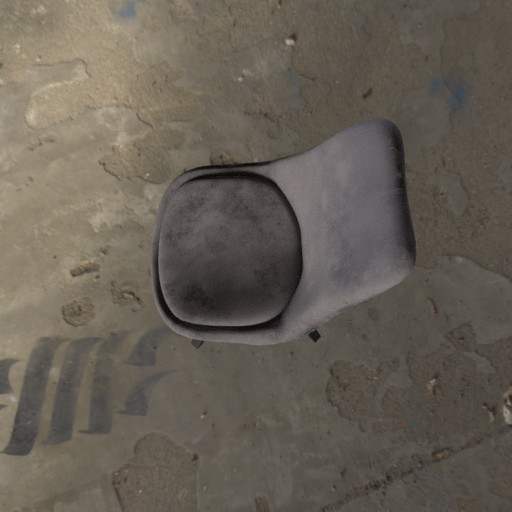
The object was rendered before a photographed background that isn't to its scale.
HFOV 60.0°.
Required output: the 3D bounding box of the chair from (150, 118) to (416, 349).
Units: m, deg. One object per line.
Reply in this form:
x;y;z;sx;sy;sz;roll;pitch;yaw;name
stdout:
0.000;0.000;1.184;0.550;0.850;0.476;-1;75;0;chair
